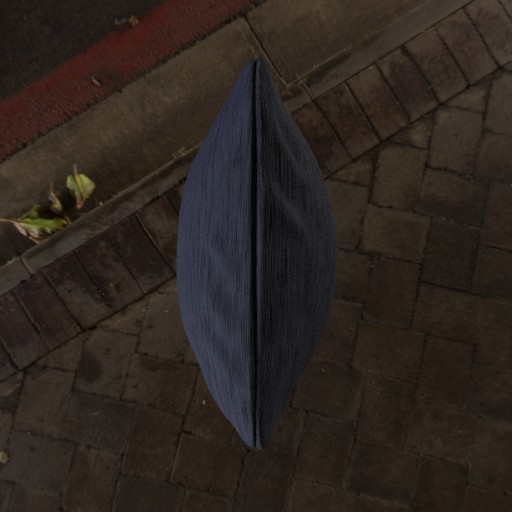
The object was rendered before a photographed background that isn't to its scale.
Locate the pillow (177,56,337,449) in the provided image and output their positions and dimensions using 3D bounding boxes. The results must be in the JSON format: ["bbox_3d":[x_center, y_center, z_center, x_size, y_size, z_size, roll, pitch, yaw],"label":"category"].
[{"bbox_3d":[0.000,0.000,0.678,0.246,0.414,0.432,0,88,0],"label":"pillow"}]
